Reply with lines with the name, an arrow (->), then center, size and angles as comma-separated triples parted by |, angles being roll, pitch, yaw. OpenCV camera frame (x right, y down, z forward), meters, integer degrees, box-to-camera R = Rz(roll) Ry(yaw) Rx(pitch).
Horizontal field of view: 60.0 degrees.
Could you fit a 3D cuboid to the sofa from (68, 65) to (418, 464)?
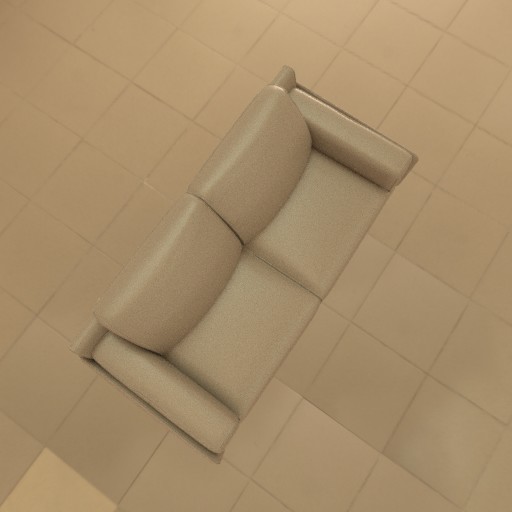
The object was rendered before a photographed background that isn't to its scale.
sofa -> 0.000, 0.000, 2.619 | 1.049, 0.930, 2.101 | 34, 78, 8
